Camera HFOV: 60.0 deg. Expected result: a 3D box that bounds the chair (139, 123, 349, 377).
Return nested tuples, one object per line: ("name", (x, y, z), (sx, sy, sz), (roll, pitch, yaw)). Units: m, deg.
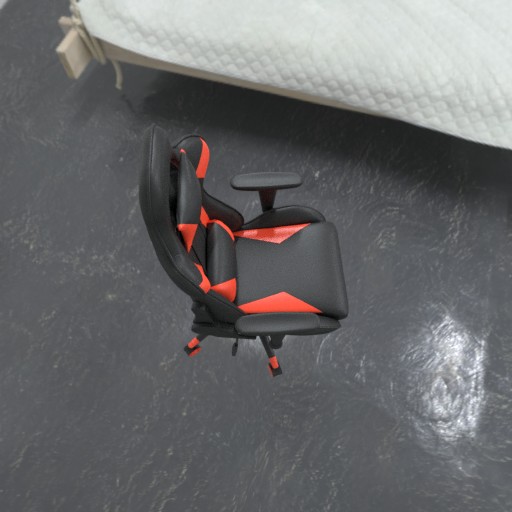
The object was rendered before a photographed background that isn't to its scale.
("chair", (0.000, 0.000, 1.712), (0.730, 1.282, 0.695), (-3, 64, -1))
